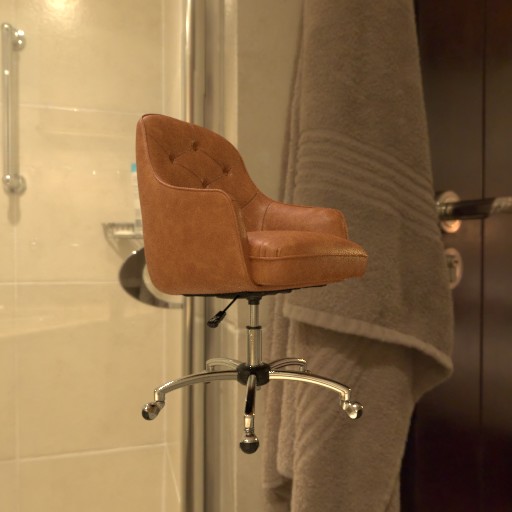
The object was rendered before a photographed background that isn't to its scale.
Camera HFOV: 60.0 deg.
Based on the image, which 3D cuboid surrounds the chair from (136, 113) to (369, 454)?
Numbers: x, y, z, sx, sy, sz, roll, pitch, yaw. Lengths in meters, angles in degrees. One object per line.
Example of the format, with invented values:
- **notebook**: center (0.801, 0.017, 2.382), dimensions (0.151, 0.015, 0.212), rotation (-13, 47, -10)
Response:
- **chair**: center (0.000, 0.000, 1.346), dimensions (0.615, 0.909, 0.628), rotation (0, 0, 37)
